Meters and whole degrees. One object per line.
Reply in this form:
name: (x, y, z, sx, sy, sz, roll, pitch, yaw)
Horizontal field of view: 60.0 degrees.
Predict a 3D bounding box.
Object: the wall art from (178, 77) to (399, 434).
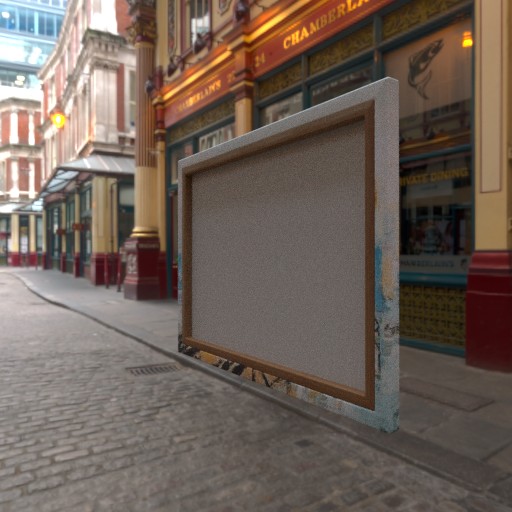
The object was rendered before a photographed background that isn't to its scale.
wall art: (0.000, 0.000, 1.363, 0.038, 0.762, 1.016, 0, 0, -36)
